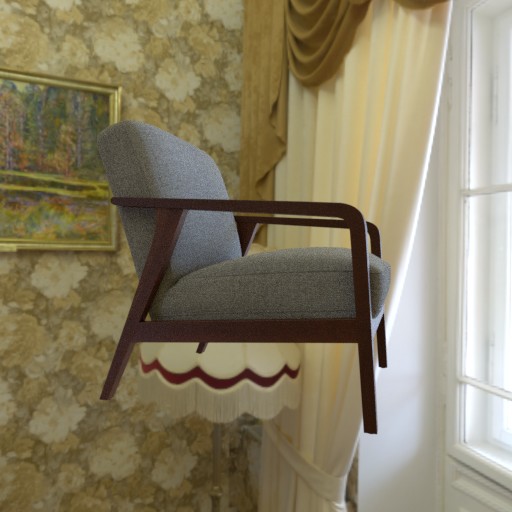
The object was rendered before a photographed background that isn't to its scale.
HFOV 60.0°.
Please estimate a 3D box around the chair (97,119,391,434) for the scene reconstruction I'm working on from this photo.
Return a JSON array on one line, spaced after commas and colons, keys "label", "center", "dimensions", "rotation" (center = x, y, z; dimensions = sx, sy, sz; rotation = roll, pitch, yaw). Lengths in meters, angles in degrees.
[{"label": "chair", "center": [0.000, 0.000, 1.493], "dimensions": [0.858, 0.847, 0.704], "rotation": [0, 1, 19]}]
